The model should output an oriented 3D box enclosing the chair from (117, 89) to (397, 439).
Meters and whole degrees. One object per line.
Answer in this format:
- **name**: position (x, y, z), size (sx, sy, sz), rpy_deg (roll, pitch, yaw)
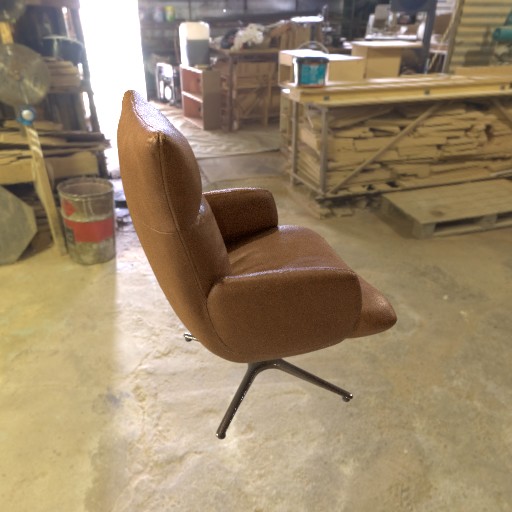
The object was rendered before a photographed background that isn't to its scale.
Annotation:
- **chair**: position (0.000, 0.000, 1.507), size (0.794, 1.027, 0.711), rpy_deg (-10, 31, -17)
